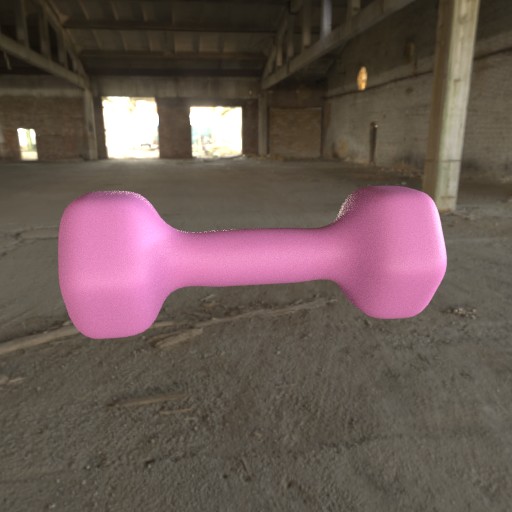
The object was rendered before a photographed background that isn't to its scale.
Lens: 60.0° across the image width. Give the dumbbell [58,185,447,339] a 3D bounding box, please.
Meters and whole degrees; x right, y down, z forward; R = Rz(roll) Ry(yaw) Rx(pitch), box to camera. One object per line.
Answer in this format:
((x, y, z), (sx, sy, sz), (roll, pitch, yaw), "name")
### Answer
((0.000, 0.000, 0.195), (0.159, 0.058, 0.064), (-2, 15, -9), "dumbbell")
